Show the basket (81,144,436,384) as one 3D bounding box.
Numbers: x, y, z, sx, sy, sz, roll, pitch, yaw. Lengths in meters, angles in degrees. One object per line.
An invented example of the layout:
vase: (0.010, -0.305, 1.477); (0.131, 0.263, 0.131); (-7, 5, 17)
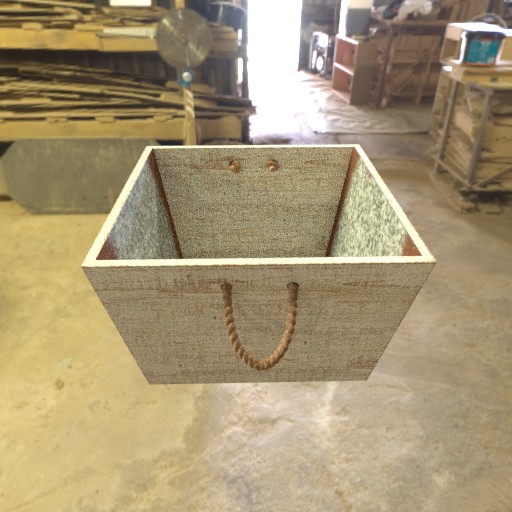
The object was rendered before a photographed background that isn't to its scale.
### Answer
basket: (0.000, 0.000, 0.753); (0.413, 0.247, 0.545); (-1, 33, -1)
